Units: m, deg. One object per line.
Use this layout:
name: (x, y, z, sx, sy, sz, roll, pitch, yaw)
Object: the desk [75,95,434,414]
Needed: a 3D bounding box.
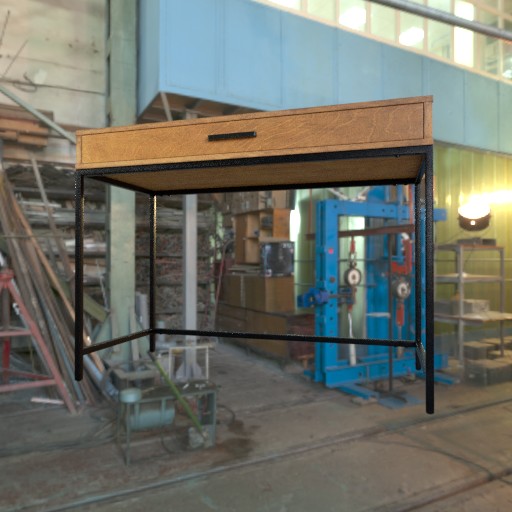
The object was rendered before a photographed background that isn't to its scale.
desk: (0.000, 0.000, 1.412, 1.016, 0.762, 0.470, 0, -1, 17)
